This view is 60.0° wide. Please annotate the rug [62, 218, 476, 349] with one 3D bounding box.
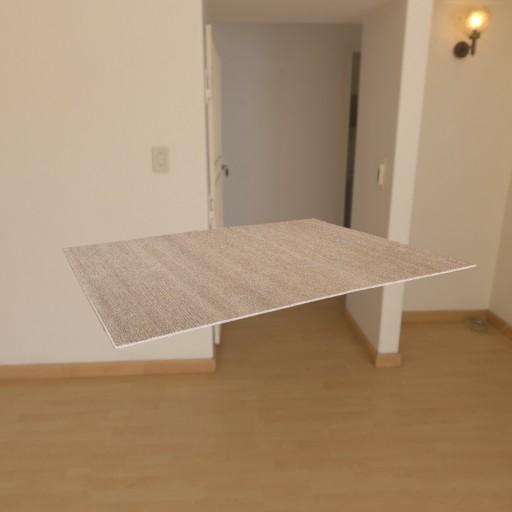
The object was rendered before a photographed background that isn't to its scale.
[{"bbox_3d":[0.000,0.000,4.319,3.245,0.046,2.467,-9,18,-28],"label":"rug"}]
